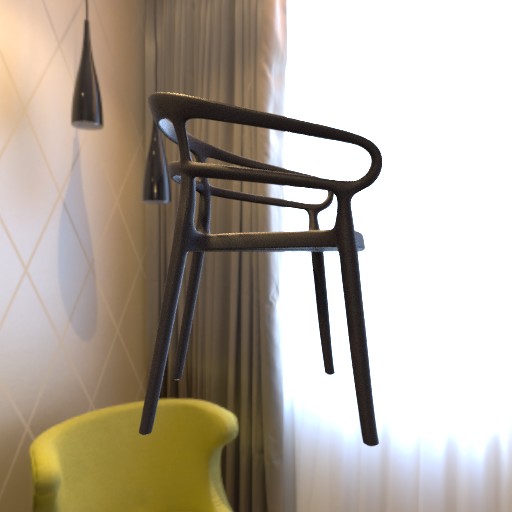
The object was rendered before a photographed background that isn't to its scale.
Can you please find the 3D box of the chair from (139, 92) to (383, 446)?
[{"bbox_3d":[0.000,0.000,1.143,0.527,0.761,0.559,0,1,0],"label":"chair"}]
